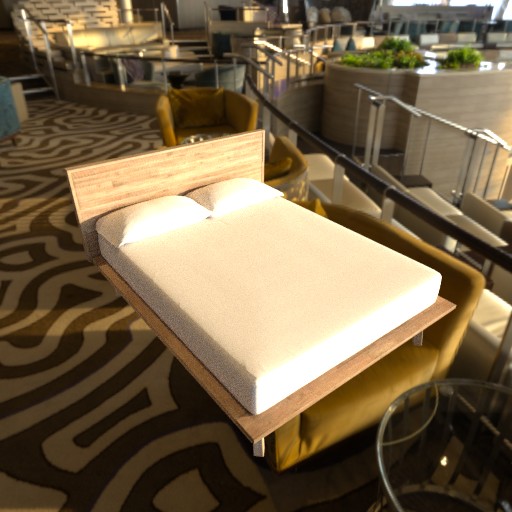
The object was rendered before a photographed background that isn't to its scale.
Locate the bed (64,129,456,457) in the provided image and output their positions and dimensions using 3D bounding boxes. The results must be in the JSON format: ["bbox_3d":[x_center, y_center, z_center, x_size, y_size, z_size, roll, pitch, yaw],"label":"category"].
[{"bbox_3d":[0.000,0.000,3.122,1.759,1.071,2.145,-21,37,-32],"label":"bed"}]
